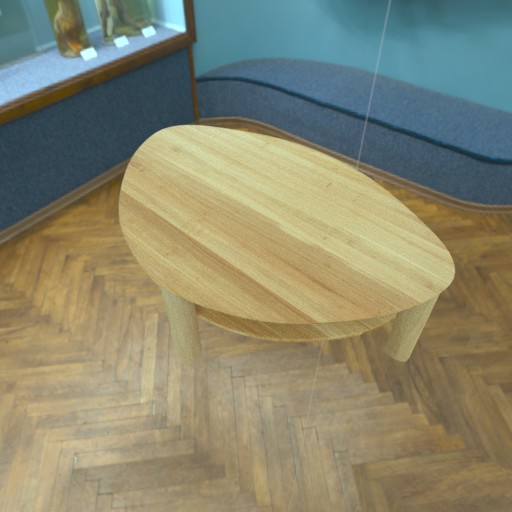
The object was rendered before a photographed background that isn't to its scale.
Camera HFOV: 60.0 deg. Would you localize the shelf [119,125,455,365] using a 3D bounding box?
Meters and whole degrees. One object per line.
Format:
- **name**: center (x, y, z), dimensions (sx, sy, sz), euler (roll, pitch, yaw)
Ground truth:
- **shelf**: center (0.000, 0.000, 1.626), dimensions (1.246, 0.440, 0.845), euler (32, 54, 26)
